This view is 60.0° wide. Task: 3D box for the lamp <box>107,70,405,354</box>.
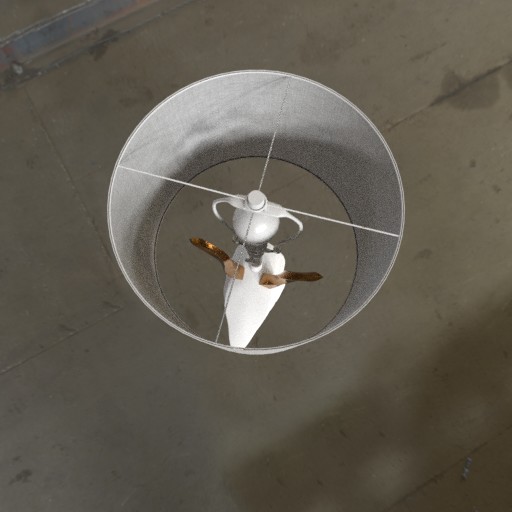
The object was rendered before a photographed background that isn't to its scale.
[{"bbox_3d":[0.000,0.000,0.685,0.298,0.503,0.298,15,77,3],"label":"lamp"}]
